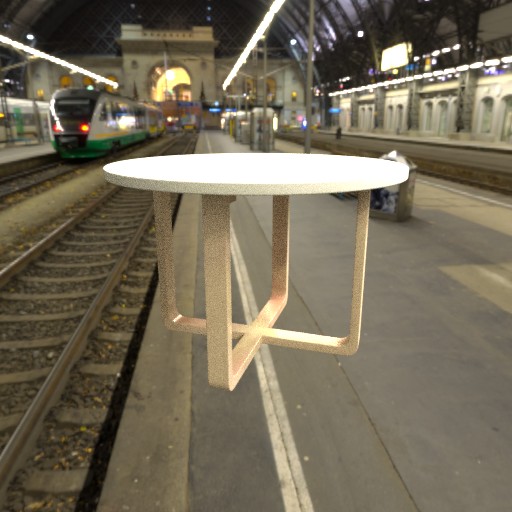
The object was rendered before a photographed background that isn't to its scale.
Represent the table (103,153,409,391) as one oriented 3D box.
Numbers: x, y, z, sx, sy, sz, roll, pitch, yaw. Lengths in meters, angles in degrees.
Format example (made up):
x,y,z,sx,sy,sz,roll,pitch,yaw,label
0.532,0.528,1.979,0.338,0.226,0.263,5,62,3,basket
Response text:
x,y,z,sx,sy,sz,roll,pitch,yaw,label
0.000,0.000,0.973,0.600,0.400,0.600,0,17,0,table
